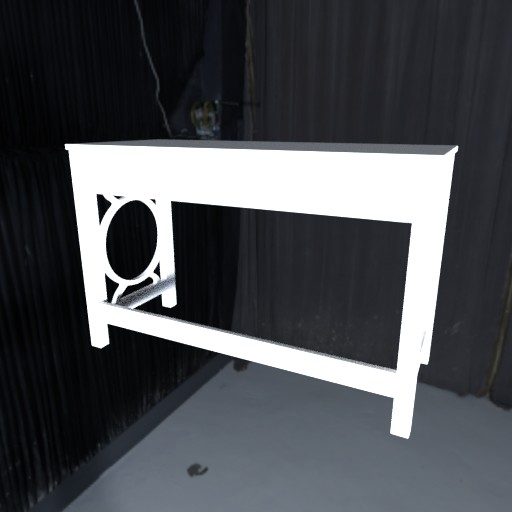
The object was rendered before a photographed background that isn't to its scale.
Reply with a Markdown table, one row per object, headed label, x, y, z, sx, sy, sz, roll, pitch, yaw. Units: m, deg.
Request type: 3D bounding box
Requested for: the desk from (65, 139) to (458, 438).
| label | x | y | z | sx | sy | sz | roll | pitch | yaw |
| --- | --- | --- | --- | --- | --- | --- | --- | --- | --- |
| desk | 0.000 | 0.000 | 1.565 | 1.191 | 0.762 | 0.504 | 8 | 19 | 26 |
